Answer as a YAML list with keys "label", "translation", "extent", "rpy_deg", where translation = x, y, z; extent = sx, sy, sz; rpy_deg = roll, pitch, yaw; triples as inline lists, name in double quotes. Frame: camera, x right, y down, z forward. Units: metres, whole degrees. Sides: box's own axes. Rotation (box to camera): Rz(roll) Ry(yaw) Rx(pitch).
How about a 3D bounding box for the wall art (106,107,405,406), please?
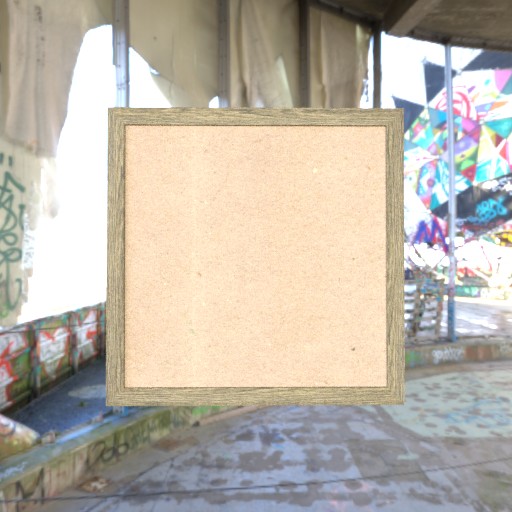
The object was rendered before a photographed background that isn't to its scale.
- label: "wall art"
  translation: [0.000, 0.000, 0.765]
  extent: [0.508, 0.508, 0.019]
  rpy_deg: [0, -1, -1]
